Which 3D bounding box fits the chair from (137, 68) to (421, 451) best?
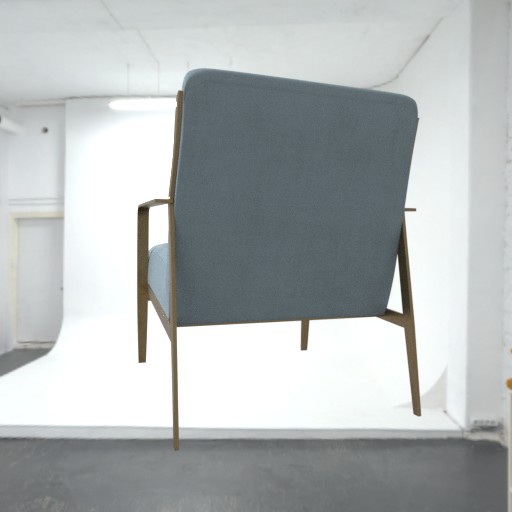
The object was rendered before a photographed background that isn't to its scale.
[{"bbox_3d":[0.000,0.000,1.422,0.701,0.824,0.842,0,1,-18],"label":"chair"}]
